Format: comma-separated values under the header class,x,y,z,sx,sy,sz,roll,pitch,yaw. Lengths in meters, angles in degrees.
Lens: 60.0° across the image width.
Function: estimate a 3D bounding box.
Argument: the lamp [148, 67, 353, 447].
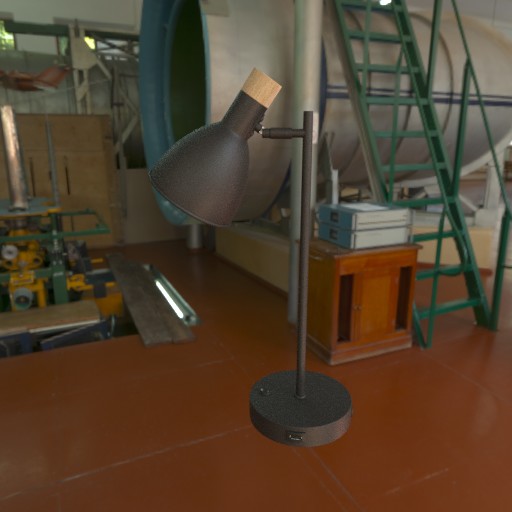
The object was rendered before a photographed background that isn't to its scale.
class,x,y,z,sx,sy,sz,roll,pitch,yaw
lamp,0.000,0.000,0.610,0.287,0.483,0.152,2,15,9
